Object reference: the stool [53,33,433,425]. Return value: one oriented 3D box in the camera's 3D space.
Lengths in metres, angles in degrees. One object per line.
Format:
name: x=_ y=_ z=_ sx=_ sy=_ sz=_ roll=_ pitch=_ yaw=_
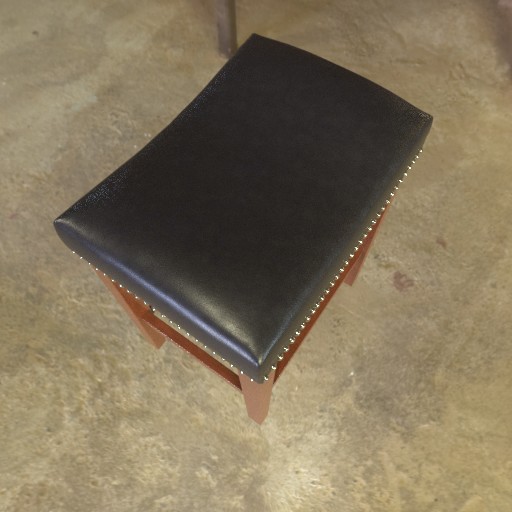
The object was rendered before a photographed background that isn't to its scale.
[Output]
stool: x=0.000 y=0.000 z=0.930 sx=0.372 sy=0.654 sz=0.504 roll=32 pitch=67 yaw=15
